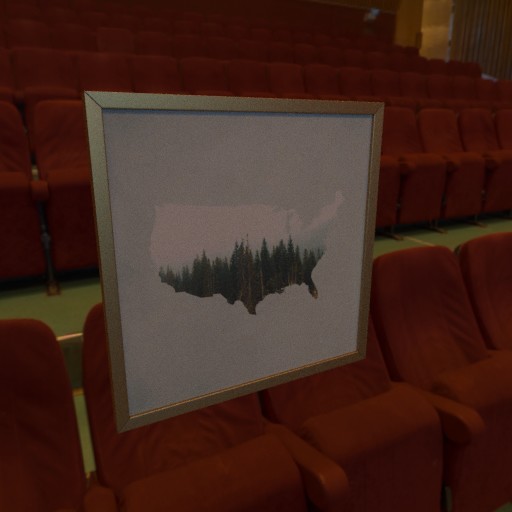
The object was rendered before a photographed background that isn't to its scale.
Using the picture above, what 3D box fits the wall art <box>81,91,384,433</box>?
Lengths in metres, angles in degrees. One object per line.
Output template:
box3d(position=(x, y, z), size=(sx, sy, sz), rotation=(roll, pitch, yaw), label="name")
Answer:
box3d(position=(0.000, 0.000, 1.135), size=(0.762, 0.762, 0.038), rotation=(-8, 18, -27), label="wall art")
